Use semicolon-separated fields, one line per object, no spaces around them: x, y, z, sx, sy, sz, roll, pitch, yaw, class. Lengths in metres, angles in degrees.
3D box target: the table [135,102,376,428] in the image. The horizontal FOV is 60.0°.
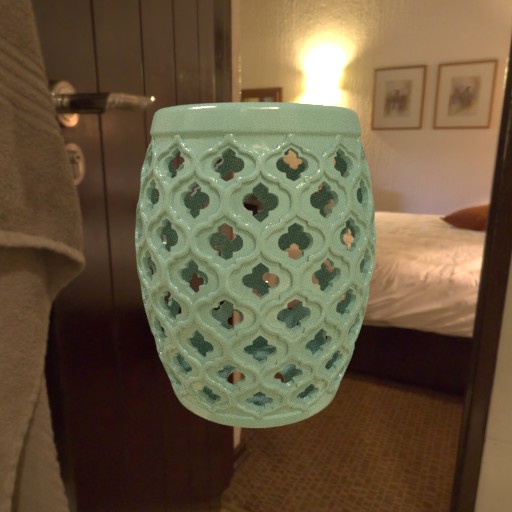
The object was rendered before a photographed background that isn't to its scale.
0.000;0.000;0.625;0.325;0.388;0.325;0;14;0;table
